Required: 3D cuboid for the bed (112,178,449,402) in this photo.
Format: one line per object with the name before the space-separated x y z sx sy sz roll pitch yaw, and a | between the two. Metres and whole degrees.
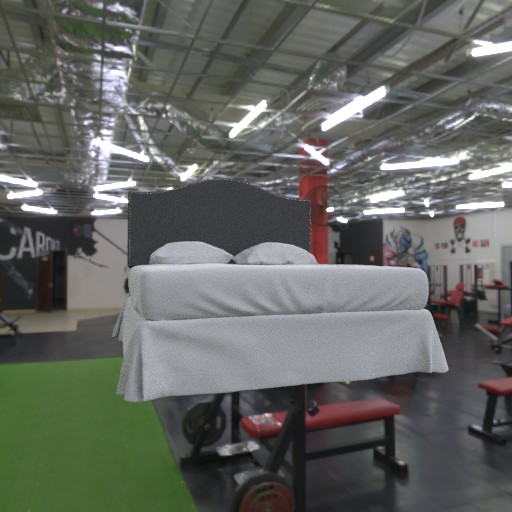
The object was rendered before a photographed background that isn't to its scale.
bed | 0.000 0.000 3.749 2.314 1.651 2.219 0 -1 -18
